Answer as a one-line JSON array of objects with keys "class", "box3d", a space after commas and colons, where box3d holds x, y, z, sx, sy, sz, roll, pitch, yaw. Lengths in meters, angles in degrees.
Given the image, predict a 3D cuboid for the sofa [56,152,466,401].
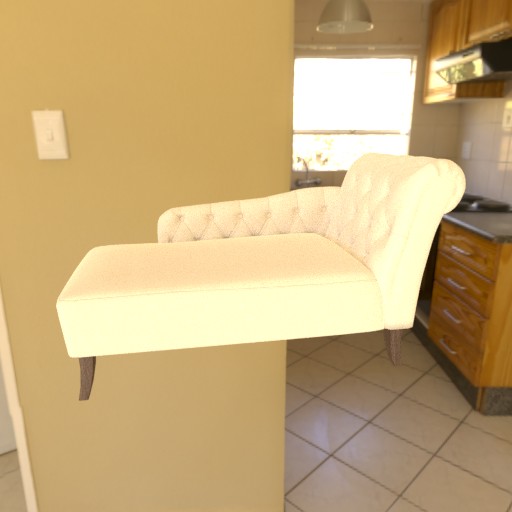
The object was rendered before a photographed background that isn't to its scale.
[{"class": "sofa", "box3d": [0.000, 0.000, 1.784, 1.379, 0.787, 0.675, -3, 16, -10]}]
